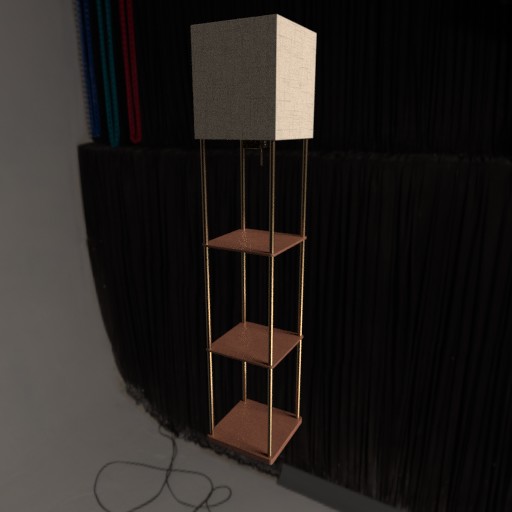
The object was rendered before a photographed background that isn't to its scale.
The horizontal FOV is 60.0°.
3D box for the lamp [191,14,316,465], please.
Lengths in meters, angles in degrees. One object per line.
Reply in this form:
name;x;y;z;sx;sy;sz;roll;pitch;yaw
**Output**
lamp;0.000;0.000;1.693;0.308;1.569;0.310;9;18;27
